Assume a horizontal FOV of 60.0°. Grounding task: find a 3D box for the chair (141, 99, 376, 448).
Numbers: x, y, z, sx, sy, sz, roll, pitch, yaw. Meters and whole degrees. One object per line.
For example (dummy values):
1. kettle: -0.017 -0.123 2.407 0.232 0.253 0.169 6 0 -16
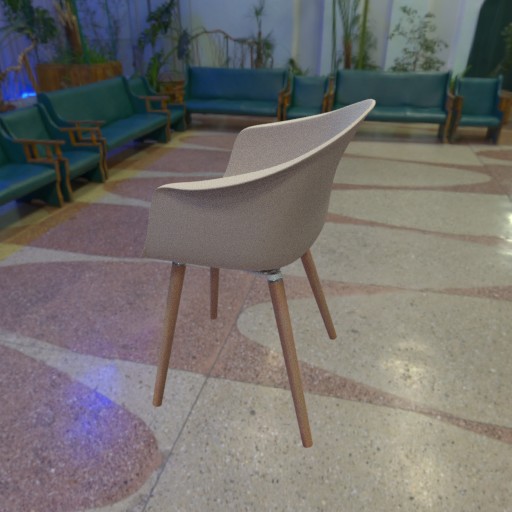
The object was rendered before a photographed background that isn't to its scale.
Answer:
1. chair: 0.000 0.000 1.146 0.504 0.781 0.593 8 29 15
